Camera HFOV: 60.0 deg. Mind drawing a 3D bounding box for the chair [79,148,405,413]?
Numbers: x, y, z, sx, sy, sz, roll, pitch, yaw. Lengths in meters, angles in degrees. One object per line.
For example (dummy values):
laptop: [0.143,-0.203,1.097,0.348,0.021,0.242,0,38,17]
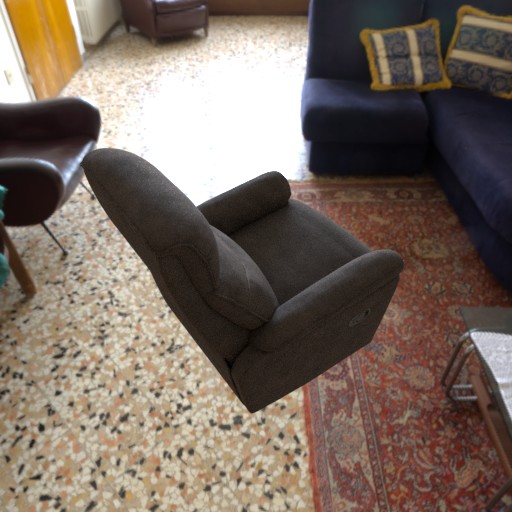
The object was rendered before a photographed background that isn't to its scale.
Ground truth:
chair: [0.000,0.000,1.765,1.009,1.035,0.830,-25,47,-26]
